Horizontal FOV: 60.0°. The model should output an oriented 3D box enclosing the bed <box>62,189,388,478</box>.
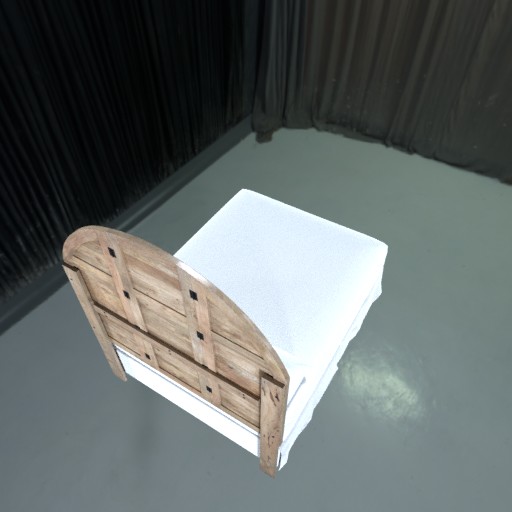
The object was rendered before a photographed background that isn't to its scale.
[{"bbox_3d":[0.000,0.000,3.449,1.713,2.002,2.112,24,51,21],"label":"bed"}]
